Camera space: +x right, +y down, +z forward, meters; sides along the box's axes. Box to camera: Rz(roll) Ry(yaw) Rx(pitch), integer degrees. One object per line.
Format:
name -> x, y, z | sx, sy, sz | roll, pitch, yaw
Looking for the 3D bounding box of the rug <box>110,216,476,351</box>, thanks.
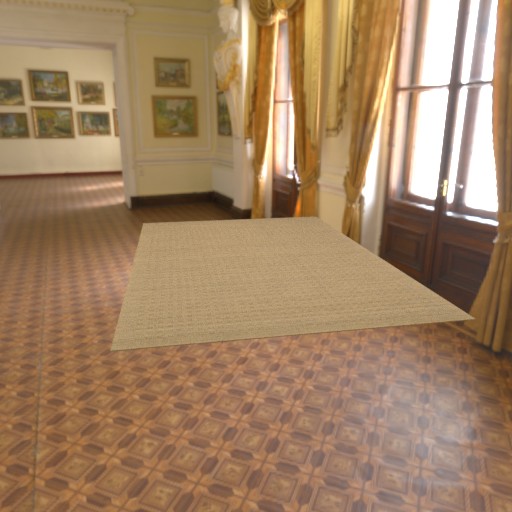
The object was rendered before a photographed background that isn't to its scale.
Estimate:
rug -> 0.000, 0.000, 3.689 | 1.981, 0.006, 2.895 | -3, 17, -10
